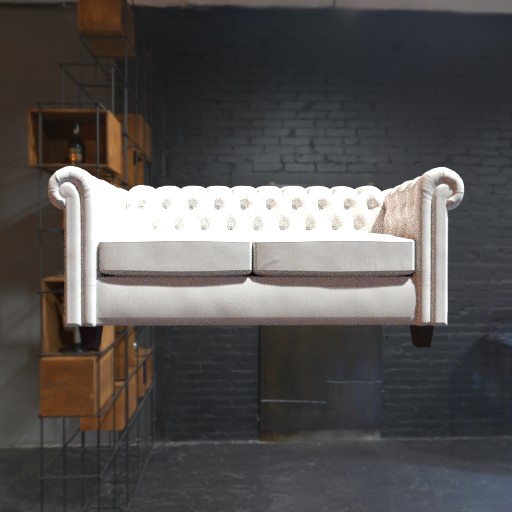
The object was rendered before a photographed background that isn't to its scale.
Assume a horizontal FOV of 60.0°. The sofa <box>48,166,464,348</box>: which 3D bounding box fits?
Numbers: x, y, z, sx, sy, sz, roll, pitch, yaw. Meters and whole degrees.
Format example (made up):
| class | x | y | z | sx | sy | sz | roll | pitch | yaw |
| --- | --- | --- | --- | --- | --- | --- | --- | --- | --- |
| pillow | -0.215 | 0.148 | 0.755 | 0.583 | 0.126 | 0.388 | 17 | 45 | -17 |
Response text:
| class | x | y | z | sx | sy | sz | roll | pitch | yaw |
| --- | --- | --- | --- | --- | --- | --- | --- | --- | --- |
| sofa | 0.000 | 0.000 | 2.266 | 1.798 | 0.796 | 0.771 | 0 | 1 | -1 |
